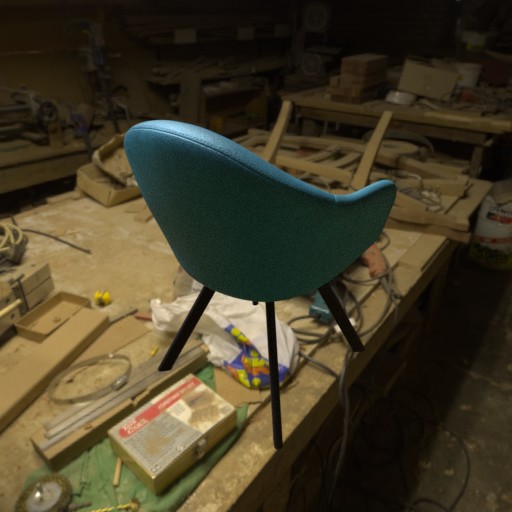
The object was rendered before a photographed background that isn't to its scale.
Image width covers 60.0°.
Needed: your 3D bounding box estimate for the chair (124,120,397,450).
[{"bbox_3d":[0.000,0.000,1.173,0.540,0.780,0.570,21,36,33],"label":"chair"}]
